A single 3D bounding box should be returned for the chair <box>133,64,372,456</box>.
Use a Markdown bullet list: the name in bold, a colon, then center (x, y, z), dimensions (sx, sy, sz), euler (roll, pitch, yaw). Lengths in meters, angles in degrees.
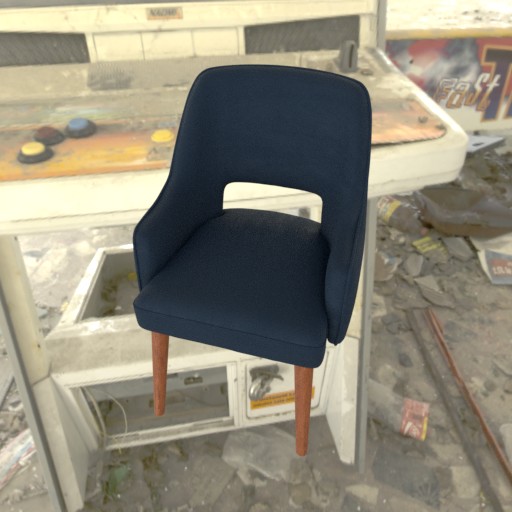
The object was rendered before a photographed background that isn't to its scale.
- **chair**: center (0.000, 0.000, 1.206), dimensions (0.559, 0.844, 0.591), euler (10, 40, 13)
